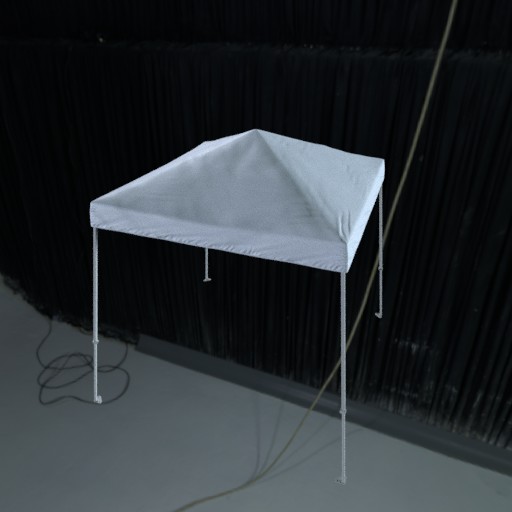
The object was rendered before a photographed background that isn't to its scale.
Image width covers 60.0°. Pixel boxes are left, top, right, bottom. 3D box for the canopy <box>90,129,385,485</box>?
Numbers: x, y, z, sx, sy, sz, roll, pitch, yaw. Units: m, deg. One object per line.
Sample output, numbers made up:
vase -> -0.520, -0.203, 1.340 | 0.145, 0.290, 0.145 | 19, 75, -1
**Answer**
canopy -> 0.000, 0.000, 6.387 | 3.599, 3.600, 3.600 | 10, 30, 18
